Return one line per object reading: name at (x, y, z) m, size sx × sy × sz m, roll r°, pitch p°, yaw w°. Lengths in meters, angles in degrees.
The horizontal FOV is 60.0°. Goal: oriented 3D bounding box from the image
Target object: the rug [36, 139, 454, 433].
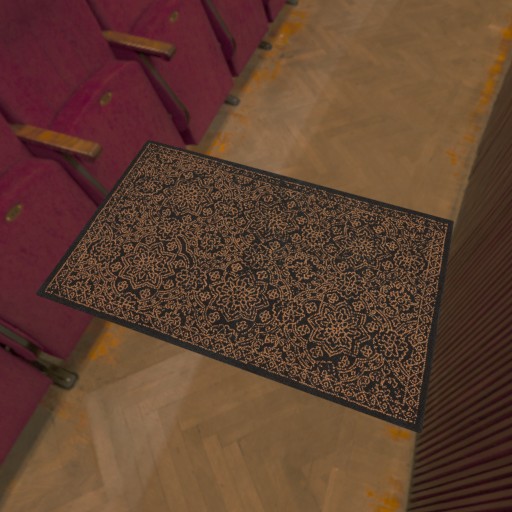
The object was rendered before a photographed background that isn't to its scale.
rug at (0.000, 0.000, 2.991) m, size 2.441 × 0.015 × 1.526 m, roll 17°, pitch 58°, yaw 11°
